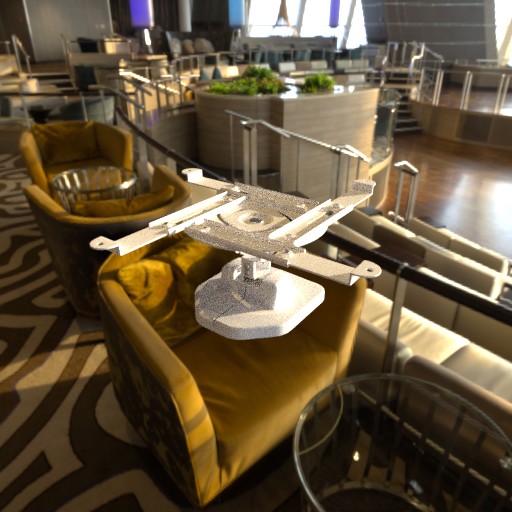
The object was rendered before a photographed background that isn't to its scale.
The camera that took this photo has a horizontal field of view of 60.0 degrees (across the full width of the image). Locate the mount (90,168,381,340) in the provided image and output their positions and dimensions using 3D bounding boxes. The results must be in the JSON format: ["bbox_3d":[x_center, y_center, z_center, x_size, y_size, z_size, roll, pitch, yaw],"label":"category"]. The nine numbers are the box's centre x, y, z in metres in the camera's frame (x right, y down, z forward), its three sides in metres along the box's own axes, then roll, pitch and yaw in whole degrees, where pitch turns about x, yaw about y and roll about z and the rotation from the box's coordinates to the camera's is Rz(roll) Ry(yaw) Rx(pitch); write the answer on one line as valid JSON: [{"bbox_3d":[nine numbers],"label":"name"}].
[{"bbox_3d":[0.000,0.000,0.604,0.394,0.141,0.394,19,33,32],"label":"mount"}]
